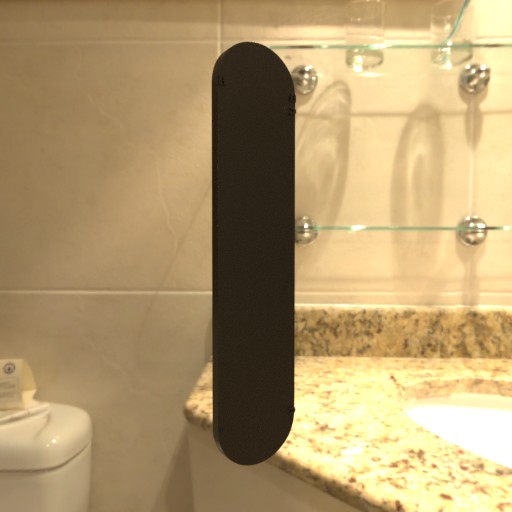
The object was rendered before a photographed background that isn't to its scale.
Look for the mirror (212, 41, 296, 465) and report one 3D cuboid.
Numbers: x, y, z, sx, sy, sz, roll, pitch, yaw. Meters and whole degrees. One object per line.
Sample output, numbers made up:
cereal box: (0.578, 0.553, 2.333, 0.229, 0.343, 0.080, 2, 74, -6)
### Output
mirror: (0.000, 0.000, 1.054, 0.222, 0.991, 0.032, -1, 2, -35)
